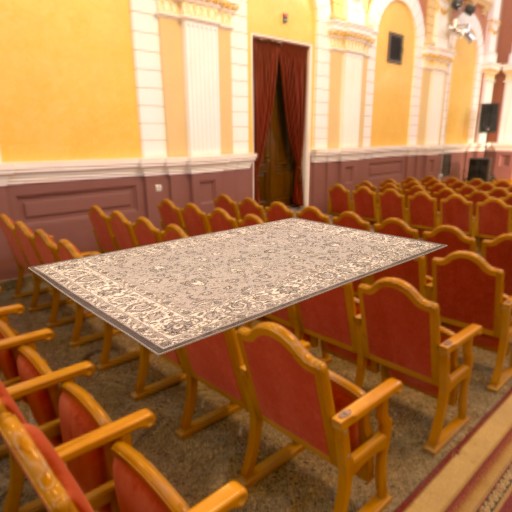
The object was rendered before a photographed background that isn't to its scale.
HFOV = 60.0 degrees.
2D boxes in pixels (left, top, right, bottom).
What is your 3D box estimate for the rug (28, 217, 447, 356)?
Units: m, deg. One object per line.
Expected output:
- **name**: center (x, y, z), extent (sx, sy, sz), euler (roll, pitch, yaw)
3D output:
- **rug**: center (0.000, 0.000, 2.987), extent (2.438, 0.011, 1.524), euler (-14, 21, -41)
